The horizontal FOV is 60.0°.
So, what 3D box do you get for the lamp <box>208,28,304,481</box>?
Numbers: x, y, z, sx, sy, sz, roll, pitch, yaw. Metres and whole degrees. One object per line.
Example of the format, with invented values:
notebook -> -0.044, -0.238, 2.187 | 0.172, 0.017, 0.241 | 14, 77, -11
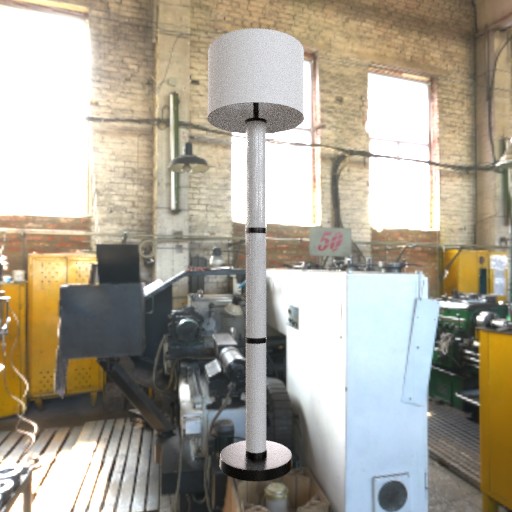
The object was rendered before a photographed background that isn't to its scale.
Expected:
lamp -> 0.000, 0.000, 1.722 | 0.377, 1.599, 0.377 | -1, -2, 35
